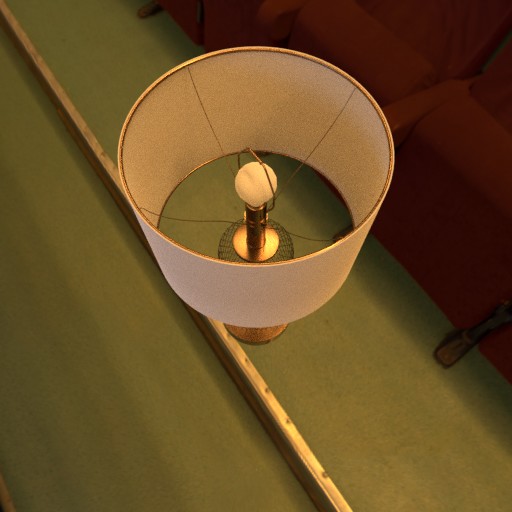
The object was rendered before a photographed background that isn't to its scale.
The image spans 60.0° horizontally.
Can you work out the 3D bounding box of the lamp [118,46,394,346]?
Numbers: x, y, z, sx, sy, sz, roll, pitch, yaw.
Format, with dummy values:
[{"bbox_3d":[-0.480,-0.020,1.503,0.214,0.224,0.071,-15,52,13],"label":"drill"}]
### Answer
[{"bbox_3d":[0.000,0.000,0.624,0.252,0.483,0.252,-32,68,-15],"label":"lamp"}]
